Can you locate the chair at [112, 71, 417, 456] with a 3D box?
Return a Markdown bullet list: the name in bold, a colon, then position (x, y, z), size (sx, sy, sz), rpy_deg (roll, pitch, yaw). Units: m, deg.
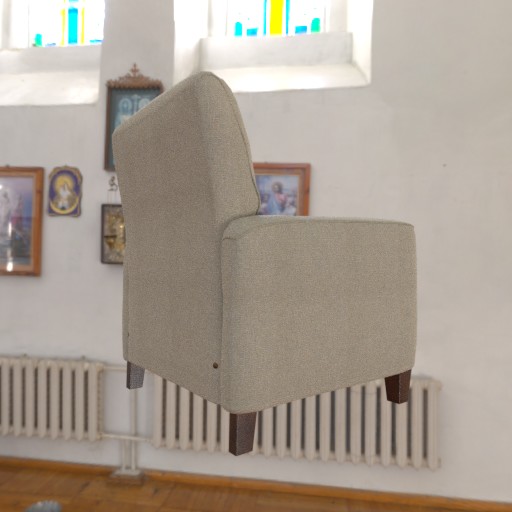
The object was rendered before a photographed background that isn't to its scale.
- **chair**: position (0.000, 0.000, 1.605), size (0.853, 1.006, 0.850), rpy_deg (0, -1, -37)
